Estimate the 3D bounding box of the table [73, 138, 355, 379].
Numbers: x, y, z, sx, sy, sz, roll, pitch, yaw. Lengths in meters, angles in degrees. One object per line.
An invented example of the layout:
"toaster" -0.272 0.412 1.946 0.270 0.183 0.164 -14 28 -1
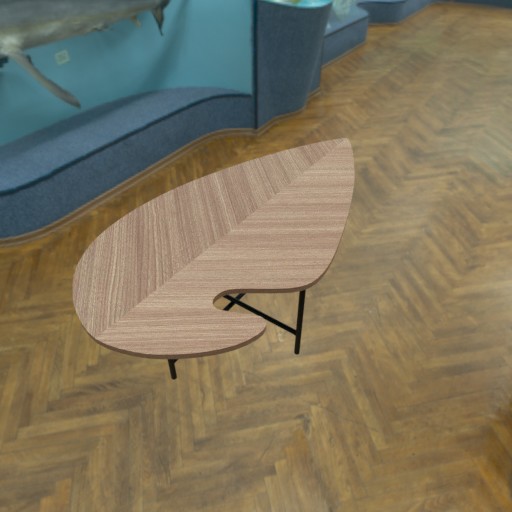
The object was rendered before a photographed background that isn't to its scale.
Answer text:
"table" 0.000 0.000 1.446 0.598 0.360 1.199 25 46 26
